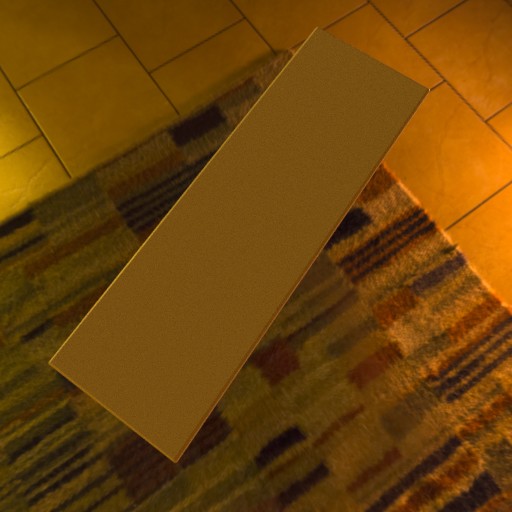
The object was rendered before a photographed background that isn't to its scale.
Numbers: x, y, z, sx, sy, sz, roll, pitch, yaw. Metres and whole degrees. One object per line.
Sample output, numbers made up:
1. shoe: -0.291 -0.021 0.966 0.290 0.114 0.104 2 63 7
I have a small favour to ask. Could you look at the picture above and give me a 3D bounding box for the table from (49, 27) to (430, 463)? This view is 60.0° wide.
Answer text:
1. table: 0.000 0.000 1.546 0.386 0.814 1.191 34 77 9
